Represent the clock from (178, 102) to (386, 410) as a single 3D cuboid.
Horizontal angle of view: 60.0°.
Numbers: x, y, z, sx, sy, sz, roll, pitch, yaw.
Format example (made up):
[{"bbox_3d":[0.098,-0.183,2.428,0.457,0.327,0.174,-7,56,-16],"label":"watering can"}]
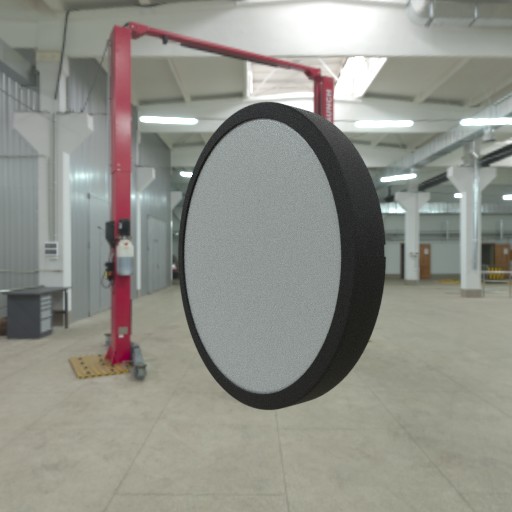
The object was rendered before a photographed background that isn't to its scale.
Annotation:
[{"bbox_3d":[0.000,0.000,0.446,0.040,0.293,0.293,0,0,-35],"label":"clock"}]
